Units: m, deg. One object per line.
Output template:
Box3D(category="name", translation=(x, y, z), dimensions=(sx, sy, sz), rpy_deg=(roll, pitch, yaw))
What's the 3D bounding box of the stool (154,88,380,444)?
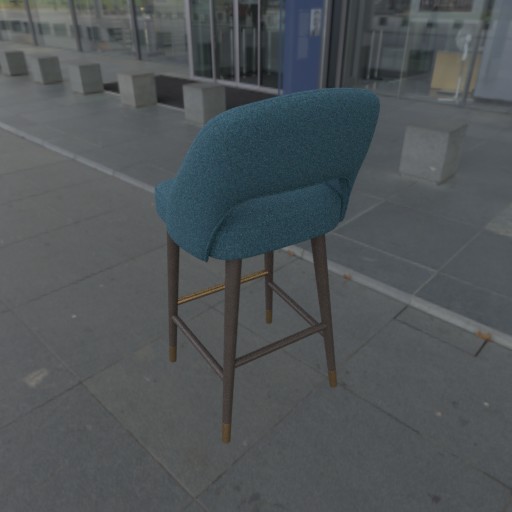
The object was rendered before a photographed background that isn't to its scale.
Box3D(category="stool", translation=(0.000, 0.000, 1.353), dimensions=(0.536, 1.032, 0.522), rpy_deg=(-17, 34, -27))
